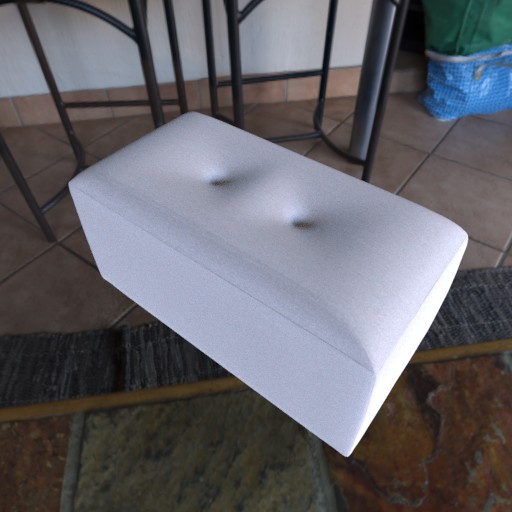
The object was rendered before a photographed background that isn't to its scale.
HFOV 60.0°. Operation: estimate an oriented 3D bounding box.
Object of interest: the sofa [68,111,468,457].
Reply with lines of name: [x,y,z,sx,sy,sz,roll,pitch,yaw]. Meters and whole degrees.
sofa: [0.000,0.000,1.222,0.930,0.470,0.480,30,53,25]
